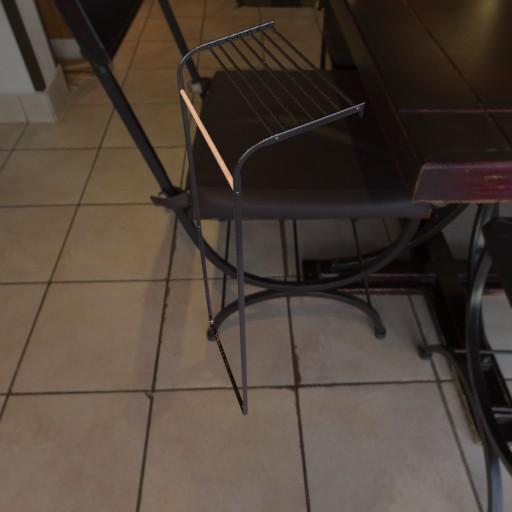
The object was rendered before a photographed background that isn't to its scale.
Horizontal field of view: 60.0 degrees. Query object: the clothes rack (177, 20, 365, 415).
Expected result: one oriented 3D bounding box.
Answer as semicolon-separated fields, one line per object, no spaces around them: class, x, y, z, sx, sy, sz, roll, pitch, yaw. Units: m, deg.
clothes rack;0.000;0.000;1.820;0.349;1.574;0.609;-15;49;-14
